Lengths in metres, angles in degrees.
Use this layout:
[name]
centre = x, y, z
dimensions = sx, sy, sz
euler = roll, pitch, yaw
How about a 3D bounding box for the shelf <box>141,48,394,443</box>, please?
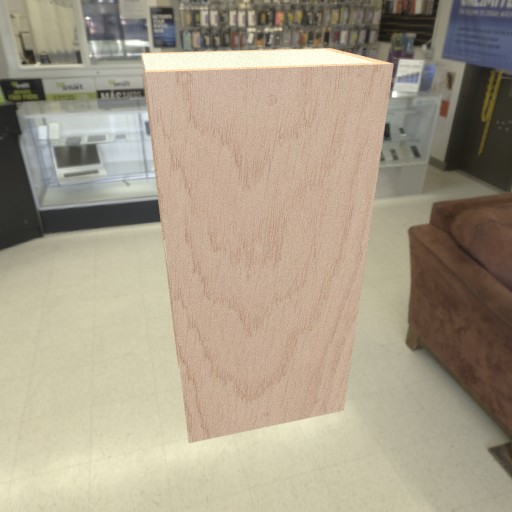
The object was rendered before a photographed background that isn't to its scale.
[shelf]
centre = 0.000, 0.000, 0.731
dimensions = 0.290, 0.600, 0.200
euler = -7, 31, -12
